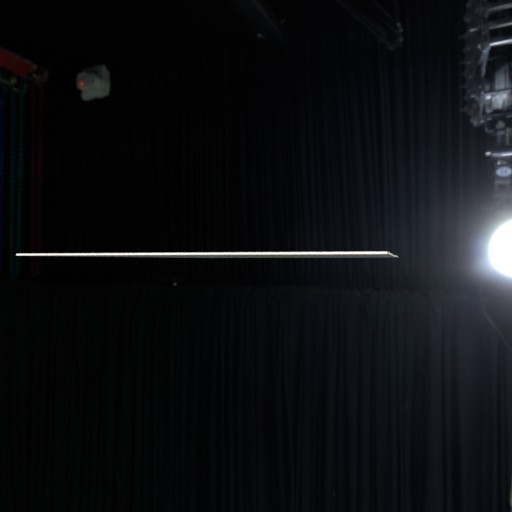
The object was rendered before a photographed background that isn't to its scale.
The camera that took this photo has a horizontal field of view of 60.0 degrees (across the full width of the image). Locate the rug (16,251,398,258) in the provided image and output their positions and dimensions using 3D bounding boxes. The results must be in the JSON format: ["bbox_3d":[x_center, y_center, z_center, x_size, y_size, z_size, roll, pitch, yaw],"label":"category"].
[{"bbox_3d":[0.000,0.000,4.082,2.446,0.015,3.046,0,-1,19],"label":"rug"}]
